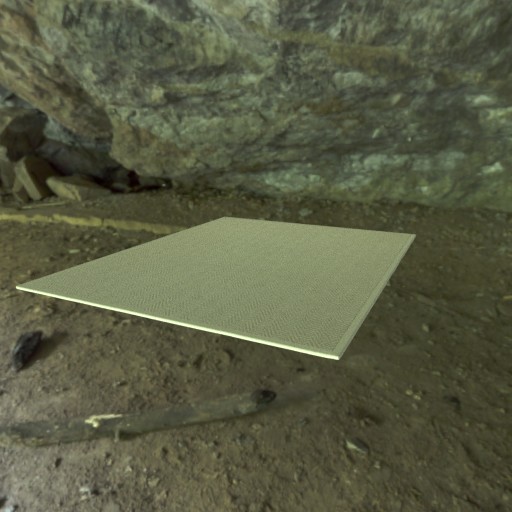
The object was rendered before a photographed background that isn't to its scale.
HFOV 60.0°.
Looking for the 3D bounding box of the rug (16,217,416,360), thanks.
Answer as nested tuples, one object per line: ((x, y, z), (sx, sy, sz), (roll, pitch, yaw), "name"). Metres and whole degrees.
((0.000, 0.000, 4.020), (2.407, 0.020, 3.051), (7, 17, 25), "rug")
